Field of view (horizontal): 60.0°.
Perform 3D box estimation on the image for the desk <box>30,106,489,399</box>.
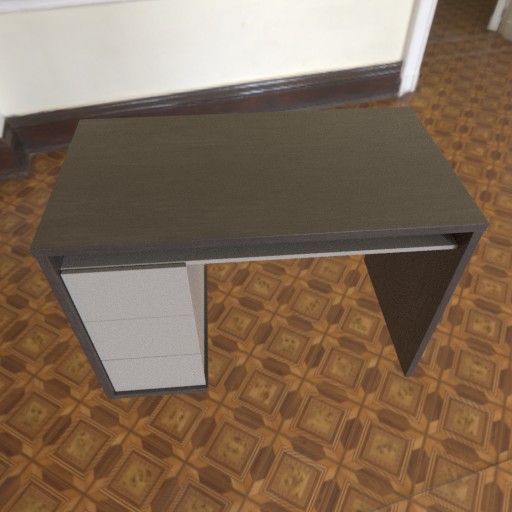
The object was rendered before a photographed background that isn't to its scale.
[{"bbox_3d":[0.000,0.000,1.531,1.100,0.750,0.600,-3,46,-3],"label":"desk"}]
